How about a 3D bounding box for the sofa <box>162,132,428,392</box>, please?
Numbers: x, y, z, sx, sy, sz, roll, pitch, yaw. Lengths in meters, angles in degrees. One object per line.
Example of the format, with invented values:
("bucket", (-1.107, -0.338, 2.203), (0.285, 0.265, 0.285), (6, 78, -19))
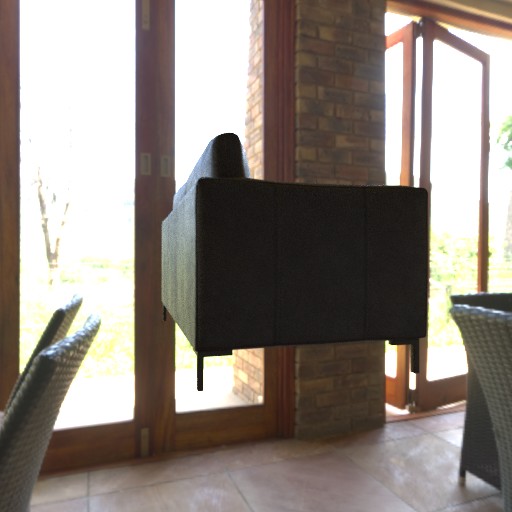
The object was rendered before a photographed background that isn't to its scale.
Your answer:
("sofa", (0.000, 0.000, 2.357), (0.947, 0.883, 1.805), (0, 0, -18))
